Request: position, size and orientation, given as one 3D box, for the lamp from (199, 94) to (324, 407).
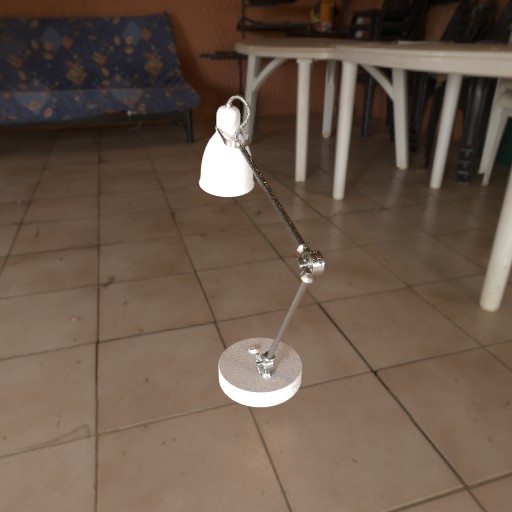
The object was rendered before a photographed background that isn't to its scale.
[{"bbox_3d":[0.000,0.000,0.904,0.187,0.587,0.561,-9,28,-16],"label":"lamp"}]
